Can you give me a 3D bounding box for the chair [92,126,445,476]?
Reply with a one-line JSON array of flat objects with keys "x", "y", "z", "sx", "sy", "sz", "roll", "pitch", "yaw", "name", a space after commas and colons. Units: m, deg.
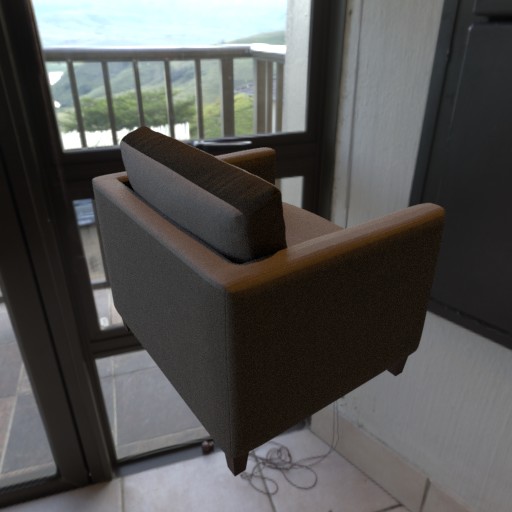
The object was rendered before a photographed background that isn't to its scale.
[{"x": 0.000, "y": 0.000, "z": 1.824, "sx": 0.959, "sy": 0.963, "sz": 1.107, "roll": -18, "pitch": 33, "yaw": -31, "name": "chair"}]
